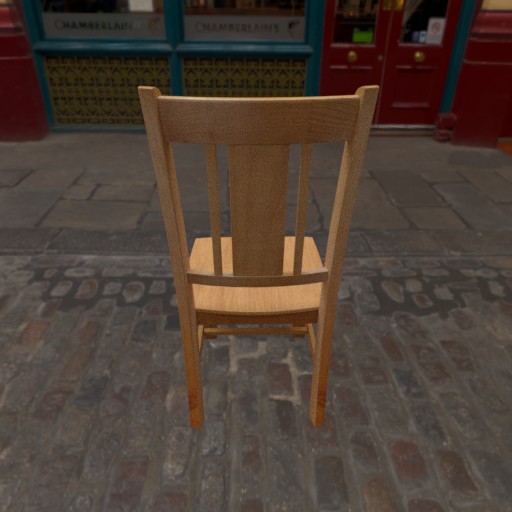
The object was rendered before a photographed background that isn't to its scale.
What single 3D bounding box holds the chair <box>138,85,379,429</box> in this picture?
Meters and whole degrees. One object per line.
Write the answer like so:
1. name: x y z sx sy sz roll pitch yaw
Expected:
1. chair: 0.000 0.000 1.286 0.450 0.998 0.556 -1 29 -1
